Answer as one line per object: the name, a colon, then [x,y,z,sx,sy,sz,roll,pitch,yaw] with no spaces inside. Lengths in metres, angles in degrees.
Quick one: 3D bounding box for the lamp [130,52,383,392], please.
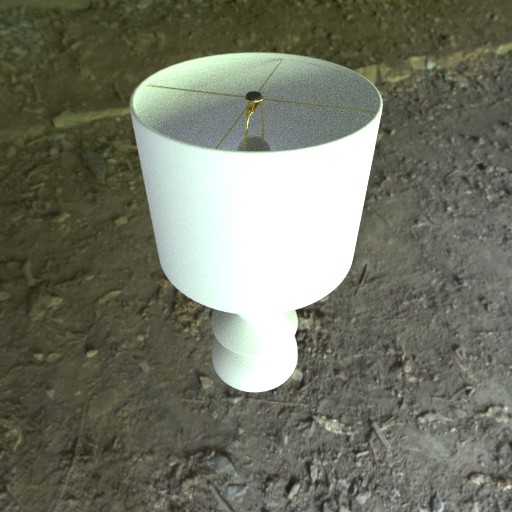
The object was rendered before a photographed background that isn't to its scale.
lamp: [0.000,0.000,0.715,0.301,0.533,0.301,11,43,12]
